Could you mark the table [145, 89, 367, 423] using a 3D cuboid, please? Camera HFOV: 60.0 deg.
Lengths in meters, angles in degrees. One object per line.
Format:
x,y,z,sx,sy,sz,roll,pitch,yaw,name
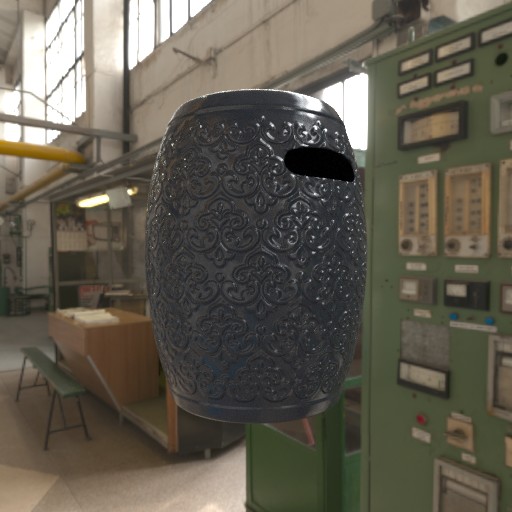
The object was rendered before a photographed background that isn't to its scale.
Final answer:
0.000,0.000,0.635,0.309,0.397,0.309,0,0,0,table
